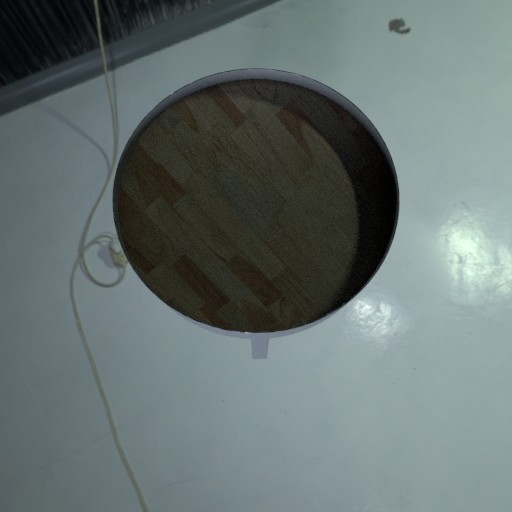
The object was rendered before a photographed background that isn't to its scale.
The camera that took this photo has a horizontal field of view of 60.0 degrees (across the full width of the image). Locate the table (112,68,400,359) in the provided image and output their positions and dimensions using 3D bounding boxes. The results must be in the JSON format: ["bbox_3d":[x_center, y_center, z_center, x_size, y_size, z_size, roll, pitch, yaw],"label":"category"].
[{"bbox_3d":[0.000,0.000,0.959,0.406,0.686,0.406,-31,76,-9],"label":"table"}]
